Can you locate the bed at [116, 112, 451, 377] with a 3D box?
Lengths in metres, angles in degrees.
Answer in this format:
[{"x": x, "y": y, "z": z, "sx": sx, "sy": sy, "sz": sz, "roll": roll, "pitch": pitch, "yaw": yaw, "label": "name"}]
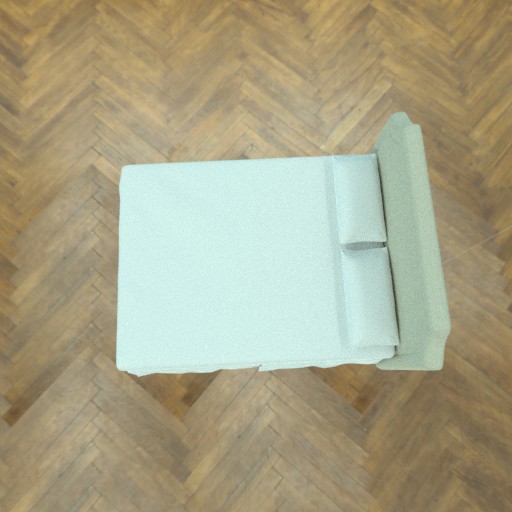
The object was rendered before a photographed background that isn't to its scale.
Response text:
[{"x": 0.000, "y": 0.000, "z": 3.187, "sx": 2.116, "sy": 1.290, "sz": 1.693, "roll": -3, "pitch": 76, "yaw": -1, "label": "bed"}]
